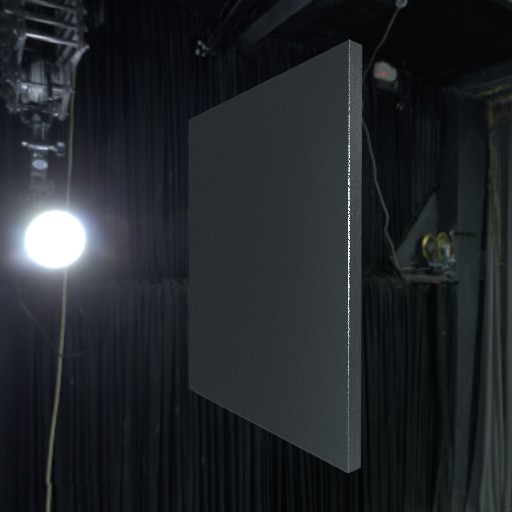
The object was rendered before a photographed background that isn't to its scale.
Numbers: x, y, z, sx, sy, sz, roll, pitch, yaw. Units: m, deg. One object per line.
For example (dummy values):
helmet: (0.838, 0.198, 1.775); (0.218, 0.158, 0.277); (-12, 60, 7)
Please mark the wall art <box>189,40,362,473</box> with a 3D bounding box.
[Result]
wall art: (0.000, 0.000, 0.768); (0.025, 0.569, 0.444); (-1, 1, -37)
